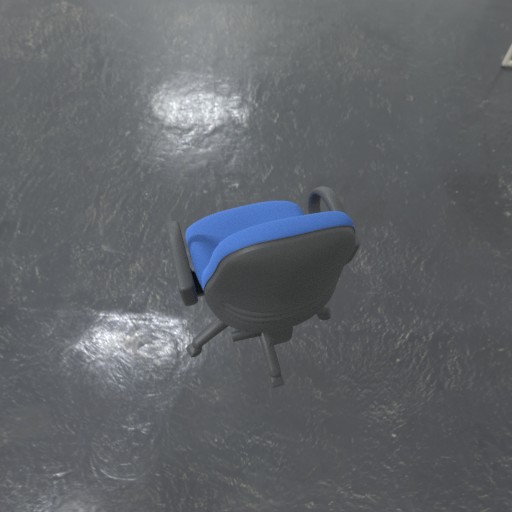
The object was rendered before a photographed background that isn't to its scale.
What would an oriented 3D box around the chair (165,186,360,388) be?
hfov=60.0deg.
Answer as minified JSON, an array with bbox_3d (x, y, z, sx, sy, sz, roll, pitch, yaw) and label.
[{"bbox_3d":[0.000,0.000,1.287,0.552,0.905,0.549,-14,60,-8],"label":"chair"}]
